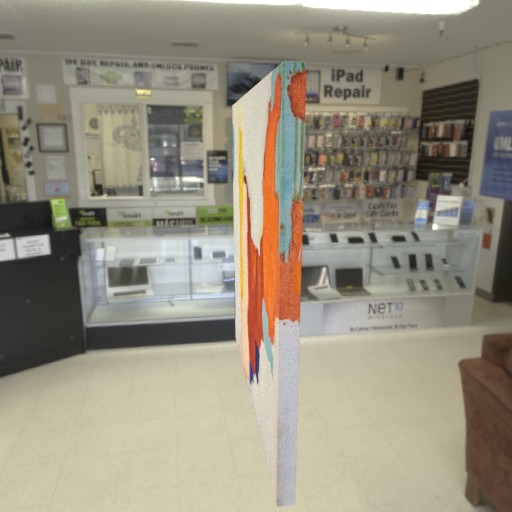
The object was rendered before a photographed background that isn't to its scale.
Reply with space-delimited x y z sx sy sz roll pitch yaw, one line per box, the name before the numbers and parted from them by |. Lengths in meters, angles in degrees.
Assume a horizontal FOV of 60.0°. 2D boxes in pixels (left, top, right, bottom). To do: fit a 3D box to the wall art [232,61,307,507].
wall art | 0.000 0.000 1.163 0.037 0.814 0.814 -2 14 -8
